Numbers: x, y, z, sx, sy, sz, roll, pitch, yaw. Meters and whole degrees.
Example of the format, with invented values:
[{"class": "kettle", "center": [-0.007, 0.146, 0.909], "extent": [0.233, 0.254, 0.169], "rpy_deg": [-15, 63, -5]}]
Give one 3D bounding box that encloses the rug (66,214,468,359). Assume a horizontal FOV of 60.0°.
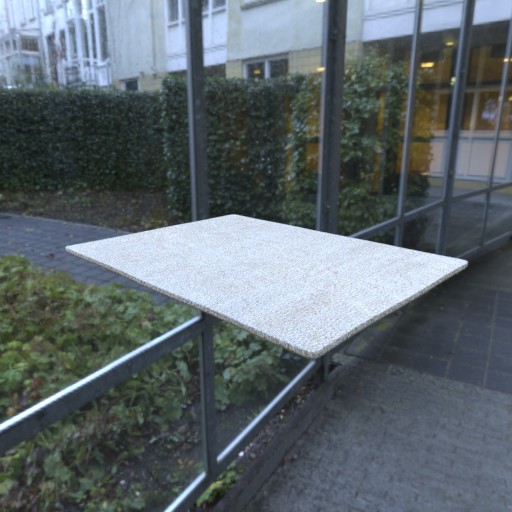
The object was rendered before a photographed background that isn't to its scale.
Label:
[{"class": "rug", "center": [0.000, 0.000, 2.171], "extent": [1.600, 0.027, 1.200], "rpy_deg": [15, 23, 42]}]
